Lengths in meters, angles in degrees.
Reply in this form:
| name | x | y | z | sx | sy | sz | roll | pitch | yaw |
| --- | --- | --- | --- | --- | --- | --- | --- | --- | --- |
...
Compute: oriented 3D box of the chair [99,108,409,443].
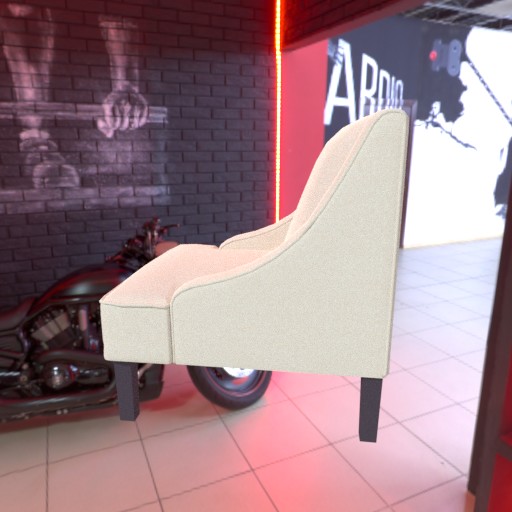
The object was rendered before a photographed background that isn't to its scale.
| name | x | y | z | sx | sy | sz | roll | pitch | yaw |
| --- | --- | --- | --- | --- | --- | --- | --- | --- | --- |
| chair | 0.000 | 0.000 | 1.479 | 0.806 | 0.886 | 0.689 | 2 | 14 | 8 |
